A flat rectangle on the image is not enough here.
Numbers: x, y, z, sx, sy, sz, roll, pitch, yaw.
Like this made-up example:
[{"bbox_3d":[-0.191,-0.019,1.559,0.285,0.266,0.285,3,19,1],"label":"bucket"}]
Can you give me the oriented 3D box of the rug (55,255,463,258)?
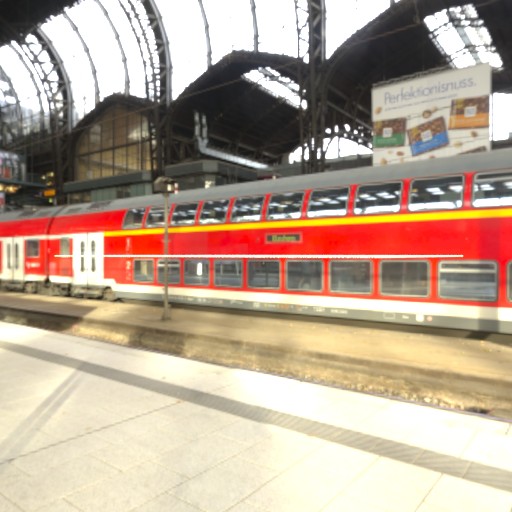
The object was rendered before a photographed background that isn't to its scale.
[{"bbox_3d":[0.000,0.000,2.360,1.815,0.007,1.226,0,0,36],"label":"rug"}]
